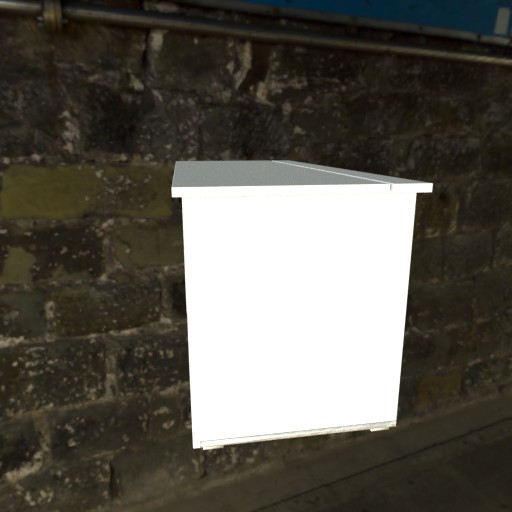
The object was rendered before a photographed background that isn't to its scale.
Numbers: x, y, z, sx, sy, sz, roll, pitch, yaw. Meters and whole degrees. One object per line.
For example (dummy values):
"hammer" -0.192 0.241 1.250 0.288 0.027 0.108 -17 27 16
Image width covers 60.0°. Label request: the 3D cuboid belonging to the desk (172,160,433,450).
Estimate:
"desk" 0.000 0.000 1.950 0.670 0.760 1.580 -2 14 -9
